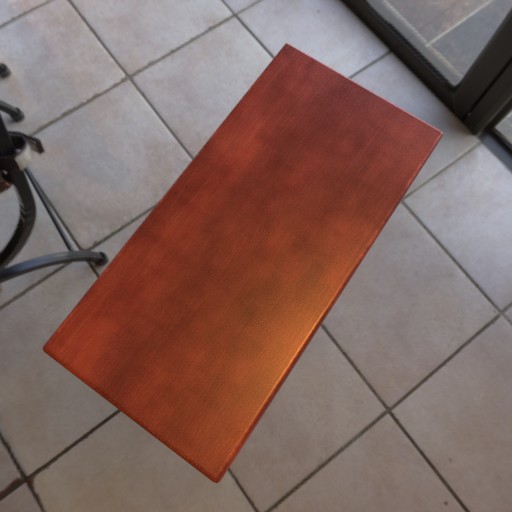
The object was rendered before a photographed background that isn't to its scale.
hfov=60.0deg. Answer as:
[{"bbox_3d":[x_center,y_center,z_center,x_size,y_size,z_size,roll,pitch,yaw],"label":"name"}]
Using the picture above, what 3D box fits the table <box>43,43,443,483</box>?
[{"bbox_3d":[0.000,0.000,1.481,0.580,0.485,1.171,34,78,8],"label":"table"}]
